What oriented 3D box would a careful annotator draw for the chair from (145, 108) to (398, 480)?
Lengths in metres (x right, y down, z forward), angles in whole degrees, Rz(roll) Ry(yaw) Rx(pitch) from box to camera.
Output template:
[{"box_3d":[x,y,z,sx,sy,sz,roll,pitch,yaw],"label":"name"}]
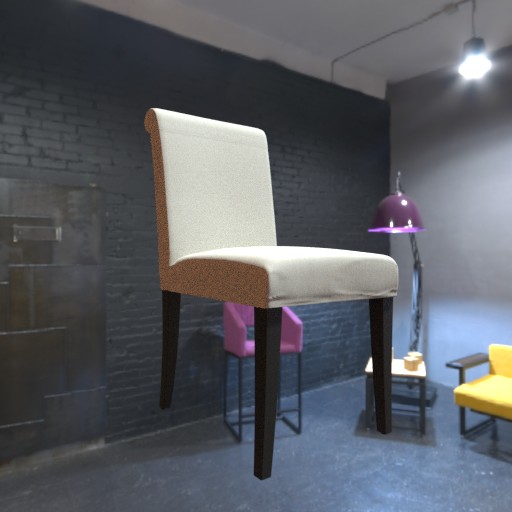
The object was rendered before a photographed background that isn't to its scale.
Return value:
[{"box_3d":[0.000,0.000,1.350,0.452,0.976,0.708,0,1,-35],"label":"chair"}]
